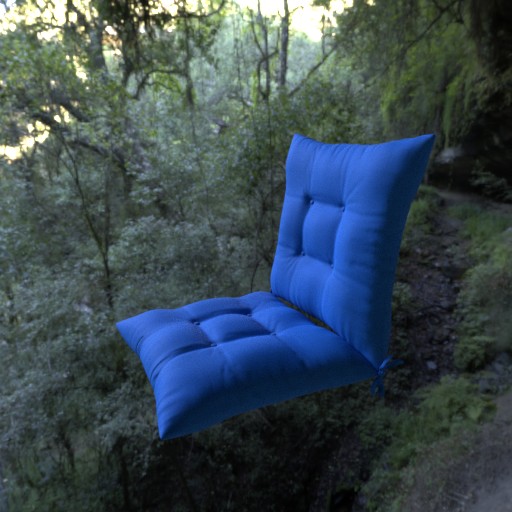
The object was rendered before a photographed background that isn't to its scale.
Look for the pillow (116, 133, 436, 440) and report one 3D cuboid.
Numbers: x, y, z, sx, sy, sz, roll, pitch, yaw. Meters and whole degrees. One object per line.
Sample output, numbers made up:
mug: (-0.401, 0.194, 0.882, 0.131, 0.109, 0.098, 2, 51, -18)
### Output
pillow: (0.000, 0.000, 1.006, 0.585, 0.536, 0.541, -7, 18, -24)
